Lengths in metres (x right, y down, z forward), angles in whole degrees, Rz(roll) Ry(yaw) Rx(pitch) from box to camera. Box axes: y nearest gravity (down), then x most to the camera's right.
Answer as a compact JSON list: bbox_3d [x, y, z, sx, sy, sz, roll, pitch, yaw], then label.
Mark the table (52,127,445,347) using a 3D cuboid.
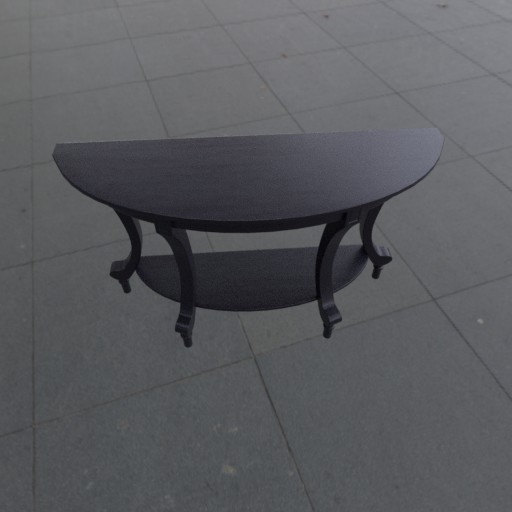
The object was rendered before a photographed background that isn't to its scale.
[{"bbox_3d":[0.000,0.000,1.508,1.198,0.692,0.394,-3,47,-3],"label":"table"}]
